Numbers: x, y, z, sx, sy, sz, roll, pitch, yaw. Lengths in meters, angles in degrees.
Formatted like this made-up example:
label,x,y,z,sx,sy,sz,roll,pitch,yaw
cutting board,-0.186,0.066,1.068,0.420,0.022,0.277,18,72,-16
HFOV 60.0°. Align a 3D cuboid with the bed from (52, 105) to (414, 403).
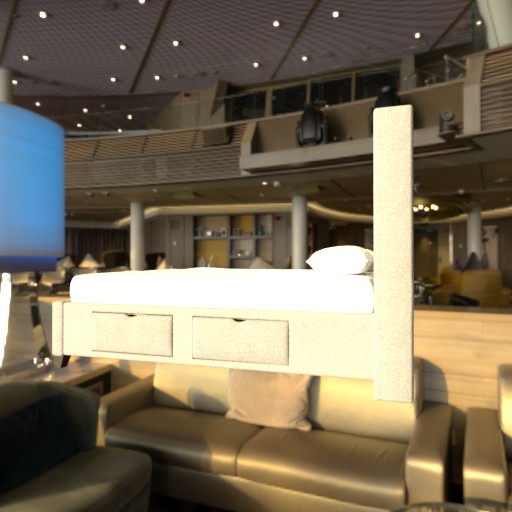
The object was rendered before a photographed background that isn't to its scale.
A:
label,x,y,z,sx,sy,sz,roll,pitch,yaw
bed,0.000,0.000,3.369,2.222,1.491,1.774,0,0,18
